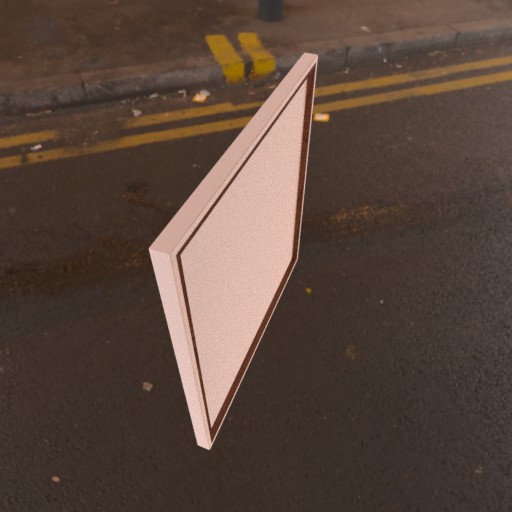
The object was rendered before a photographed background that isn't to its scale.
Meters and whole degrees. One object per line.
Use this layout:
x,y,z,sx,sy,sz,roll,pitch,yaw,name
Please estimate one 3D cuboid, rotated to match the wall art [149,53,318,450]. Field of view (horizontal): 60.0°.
0.000,0.000,1.545,0.049,1.009,1.009,16,49,15,wall art
